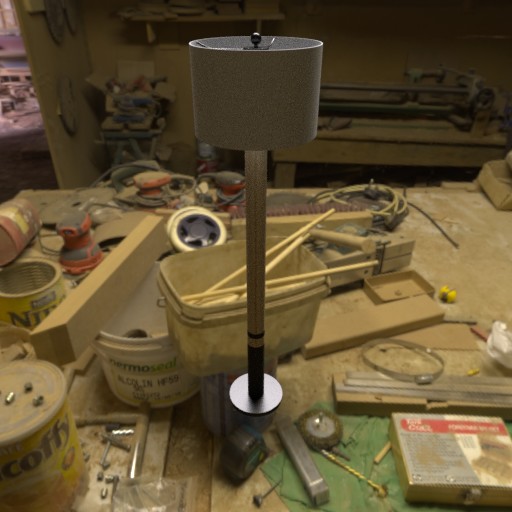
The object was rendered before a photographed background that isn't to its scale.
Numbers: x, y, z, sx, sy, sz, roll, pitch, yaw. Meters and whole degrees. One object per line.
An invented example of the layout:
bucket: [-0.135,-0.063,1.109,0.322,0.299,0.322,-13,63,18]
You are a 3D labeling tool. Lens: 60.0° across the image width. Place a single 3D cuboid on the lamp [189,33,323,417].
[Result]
lamp: [0.000,0.000,1.639,0.381,1.478,0.381,0,31,-1]
